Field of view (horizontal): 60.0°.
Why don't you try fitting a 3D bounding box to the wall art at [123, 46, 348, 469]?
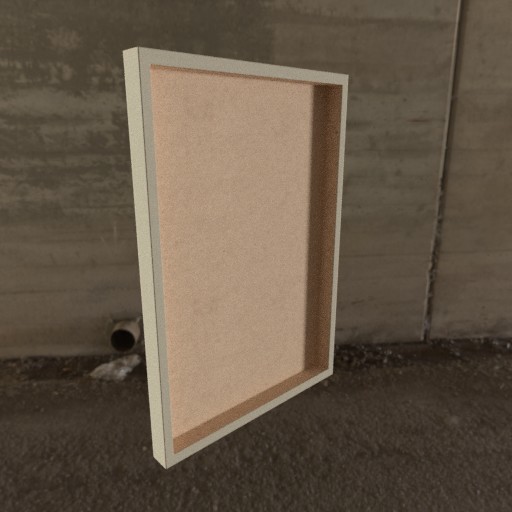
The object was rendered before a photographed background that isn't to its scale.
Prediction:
[{"bbox_3d":[0.000,0.000,0.762,0.418,0.608,0.038,-14,21,-41],"label":"wall art"}]
